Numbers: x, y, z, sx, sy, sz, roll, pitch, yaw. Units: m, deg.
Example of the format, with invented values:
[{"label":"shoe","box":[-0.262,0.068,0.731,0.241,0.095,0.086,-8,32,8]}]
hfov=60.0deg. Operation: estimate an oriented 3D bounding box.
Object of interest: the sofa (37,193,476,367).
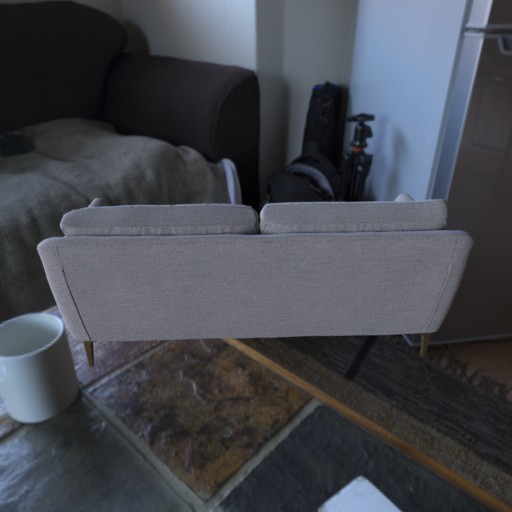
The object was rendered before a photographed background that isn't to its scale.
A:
[{"label":"sofa","box":[0.000,0.000,2.502,2.036,0.913,0.980,-1,31,-2]}]
